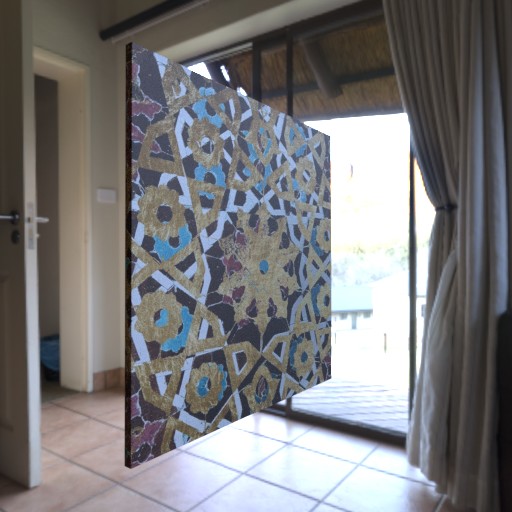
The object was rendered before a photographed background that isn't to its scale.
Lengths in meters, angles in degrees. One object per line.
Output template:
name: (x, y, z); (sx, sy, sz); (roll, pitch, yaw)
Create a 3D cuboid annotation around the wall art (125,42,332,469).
wall art: (0.000, 0.000, 0.585); (0.010, 0.406, 0.404); (0, -1, 37)
